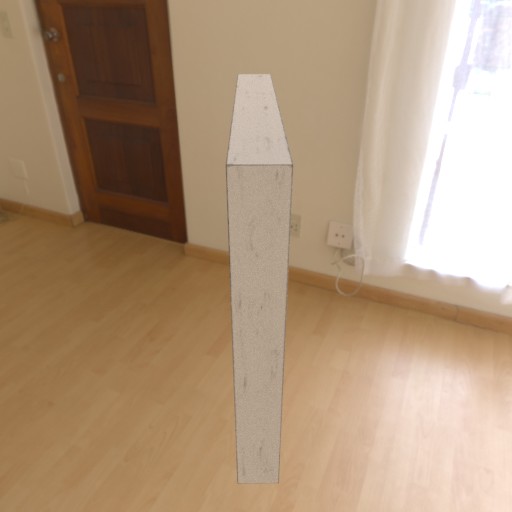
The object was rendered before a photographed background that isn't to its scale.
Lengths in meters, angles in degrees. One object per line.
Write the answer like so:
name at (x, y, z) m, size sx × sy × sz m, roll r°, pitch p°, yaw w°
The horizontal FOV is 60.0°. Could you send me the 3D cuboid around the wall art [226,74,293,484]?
wall art at (0.000, 0.000, 0.459) m, size 0.038 × 0.305 × 0.305 m, roll 0°, pitch 31°, yaw -1°
